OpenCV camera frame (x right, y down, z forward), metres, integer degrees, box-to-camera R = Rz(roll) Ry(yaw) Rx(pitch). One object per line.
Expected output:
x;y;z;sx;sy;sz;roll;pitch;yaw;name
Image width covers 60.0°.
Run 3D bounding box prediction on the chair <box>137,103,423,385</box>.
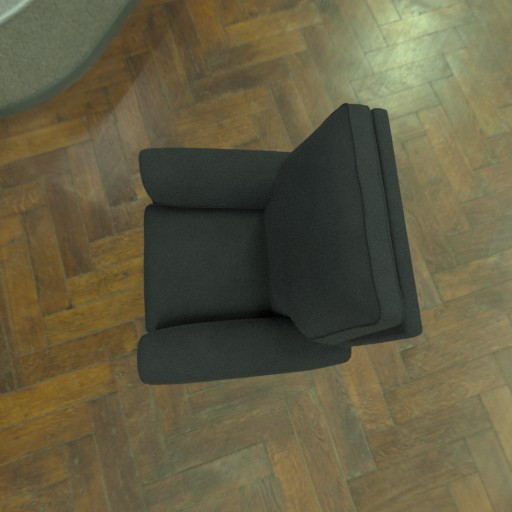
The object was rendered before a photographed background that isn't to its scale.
0.000;0.000;1.669;0.878;0.961;0.890;-4;75;-1;chair
